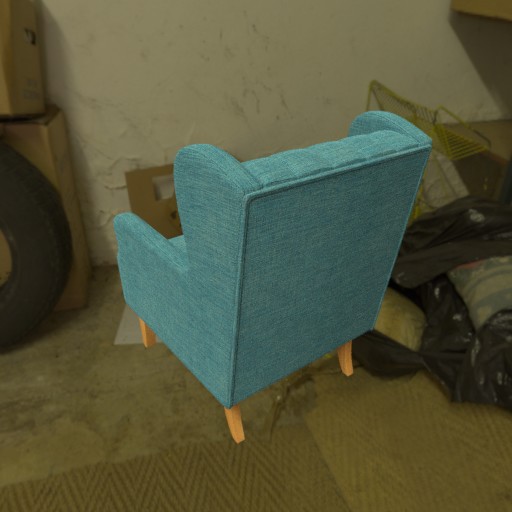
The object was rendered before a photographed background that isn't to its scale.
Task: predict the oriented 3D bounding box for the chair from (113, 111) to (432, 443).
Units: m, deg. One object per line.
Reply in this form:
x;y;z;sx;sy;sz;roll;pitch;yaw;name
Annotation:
0.000;0.000;1.508;0.711;0.952;0.775;-20;36;-30;chair
